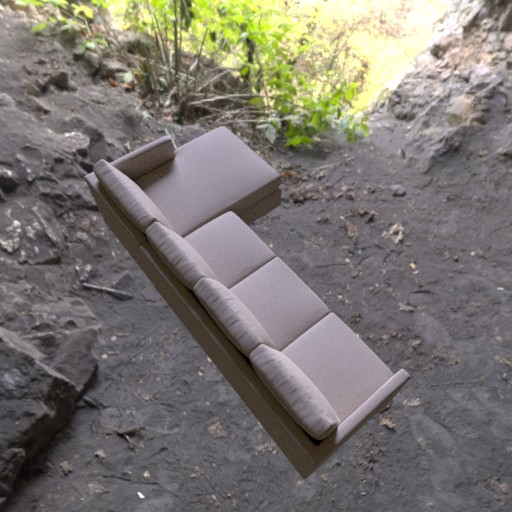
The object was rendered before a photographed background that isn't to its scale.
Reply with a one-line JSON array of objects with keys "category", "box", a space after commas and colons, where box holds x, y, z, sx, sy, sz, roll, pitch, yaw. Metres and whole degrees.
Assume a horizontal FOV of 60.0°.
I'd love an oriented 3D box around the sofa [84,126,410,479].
[{"category": "sofa", "box": [0.000, 0.000, 3.939, 1.622, 0.871, 3.206, -34, 63, -20]}]
